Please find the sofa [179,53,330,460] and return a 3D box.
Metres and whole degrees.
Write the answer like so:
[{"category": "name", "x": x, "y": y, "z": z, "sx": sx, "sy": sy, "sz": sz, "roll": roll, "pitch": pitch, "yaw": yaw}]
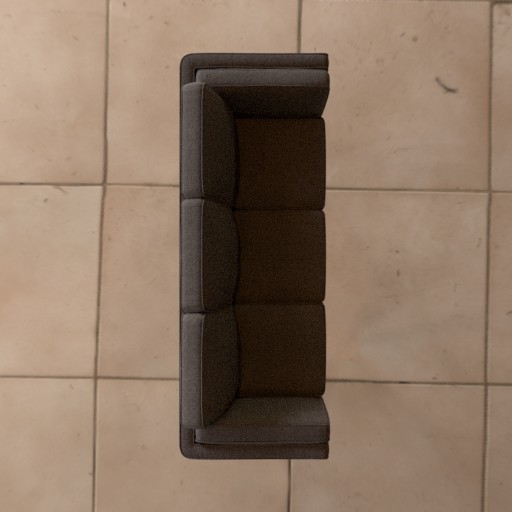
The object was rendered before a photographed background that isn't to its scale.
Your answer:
[{"category": "sofa", "x": 0.000, "y": 0.000, "z": 2.783, "sx": 0.903, "sy": 0.899, "sz": 2.362, "roll": 0, "pitch": 90, "yaw": 0}]
